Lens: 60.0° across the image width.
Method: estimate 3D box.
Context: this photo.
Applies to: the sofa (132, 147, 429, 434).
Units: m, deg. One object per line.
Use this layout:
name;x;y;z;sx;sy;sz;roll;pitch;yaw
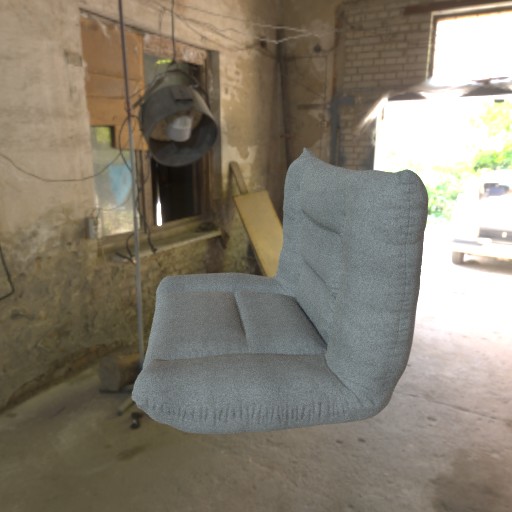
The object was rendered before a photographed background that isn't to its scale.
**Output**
sofa;0.000;0.000;1.696;0.847;0.795;1.144;-2;14;-8
